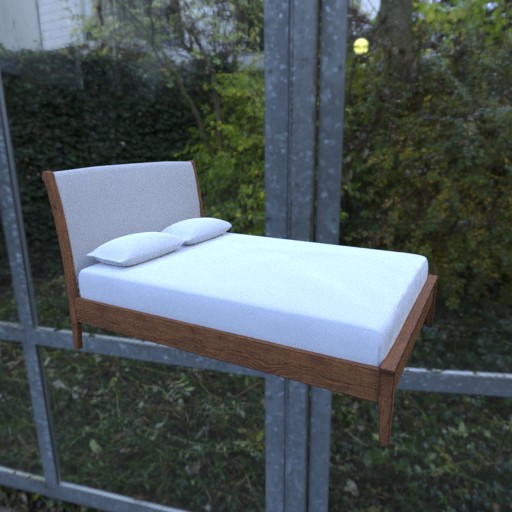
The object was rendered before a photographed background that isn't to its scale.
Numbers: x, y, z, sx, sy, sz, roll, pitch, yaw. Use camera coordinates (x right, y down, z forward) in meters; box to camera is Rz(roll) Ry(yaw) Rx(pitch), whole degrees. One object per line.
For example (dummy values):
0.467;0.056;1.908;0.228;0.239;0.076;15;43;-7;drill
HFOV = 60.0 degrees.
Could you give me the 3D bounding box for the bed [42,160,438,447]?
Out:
0.000;0.000;2.907;2.108;1.135;1.502;8;17;27;bed
